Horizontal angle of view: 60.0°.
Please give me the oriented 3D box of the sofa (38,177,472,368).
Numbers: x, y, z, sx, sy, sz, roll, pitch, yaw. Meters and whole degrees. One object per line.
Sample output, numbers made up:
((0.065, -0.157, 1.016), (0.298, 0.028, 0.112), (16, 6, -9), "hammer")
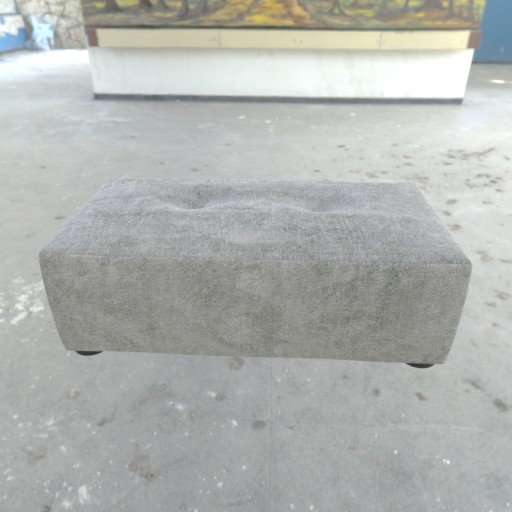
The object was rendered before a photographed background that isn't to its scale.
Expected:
((0.000, 0.000, 1.177), (0.930, 0.330, 0.480), (2, 30, 3), "sofa")
